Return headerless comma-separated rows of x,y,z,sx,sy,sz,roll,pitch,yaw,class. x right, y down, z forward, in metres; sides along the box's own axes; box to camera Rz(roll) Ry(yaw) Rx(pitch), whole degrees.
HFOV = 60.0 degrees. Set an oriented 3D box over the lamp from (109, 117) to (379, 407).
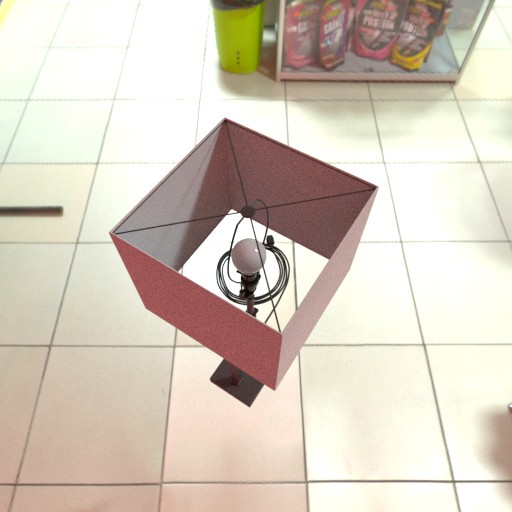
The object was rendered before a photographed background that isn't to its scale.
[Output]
0.000,0.000,0.978,0.399,0.660,0.504,29,62,17,lamp
